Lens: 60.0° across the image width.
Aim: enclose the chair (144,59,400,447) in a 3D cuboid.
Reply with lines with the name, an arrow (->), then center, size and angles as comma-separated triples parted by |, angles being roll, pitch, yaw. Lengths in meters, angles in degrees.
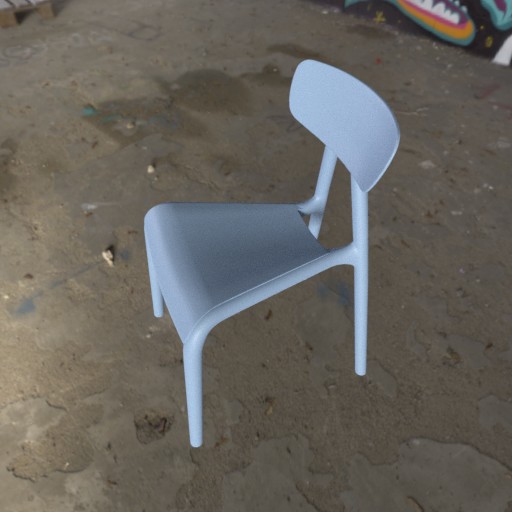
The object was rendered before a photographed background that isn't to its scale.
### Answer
chair -> 0.000, 0.000, 0.816 | 0.401, 0.580, 0.356 | -15, 47, -15
